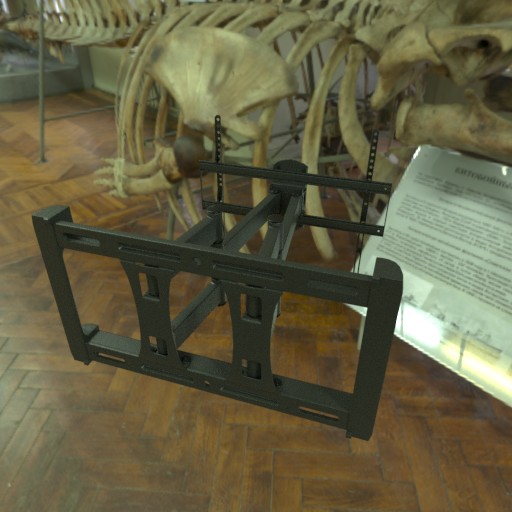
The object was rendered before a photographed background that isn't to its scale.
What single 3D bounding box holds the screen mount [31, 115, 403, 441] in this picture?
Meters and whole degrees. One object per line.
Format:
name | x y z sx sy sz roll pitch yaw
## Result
screen mount | 0.000 0.000 0.937 0.571 0.424 0.556 10 33 16
